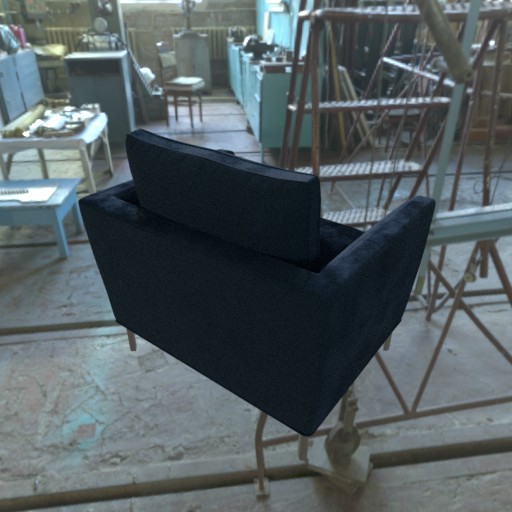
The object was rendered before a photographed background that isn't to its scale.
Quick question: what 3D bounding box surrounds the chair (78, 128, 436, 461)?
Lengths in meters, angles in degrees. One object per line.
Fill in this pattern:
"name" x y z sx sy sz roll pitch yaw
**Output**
"chair" 0.000 0.000 1.598 0.977 0.893 0.746 21 36 32
